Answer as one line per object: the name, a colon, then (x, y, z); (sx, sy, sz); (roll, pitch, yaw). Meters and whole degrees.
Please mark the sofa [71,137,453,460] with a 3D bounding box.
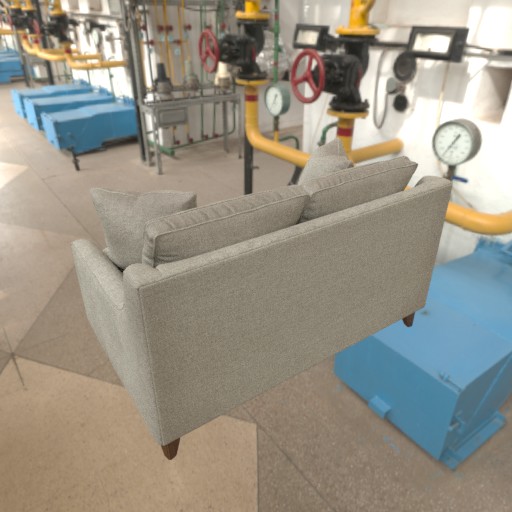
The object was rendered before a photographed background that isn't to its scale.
sofa: (0.000, 0.000, 2.007); (1.422, 0.863, 0.915); (-19, 34, -30)
